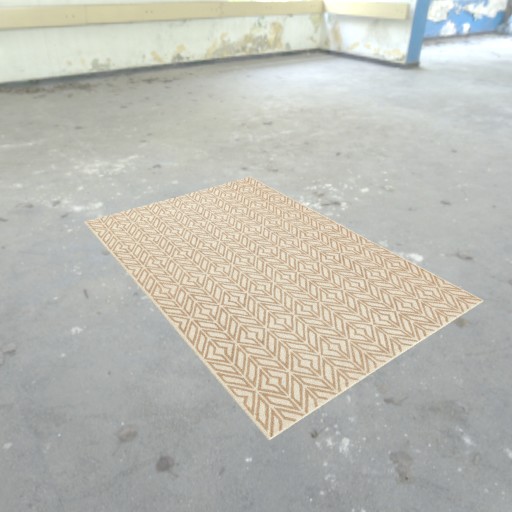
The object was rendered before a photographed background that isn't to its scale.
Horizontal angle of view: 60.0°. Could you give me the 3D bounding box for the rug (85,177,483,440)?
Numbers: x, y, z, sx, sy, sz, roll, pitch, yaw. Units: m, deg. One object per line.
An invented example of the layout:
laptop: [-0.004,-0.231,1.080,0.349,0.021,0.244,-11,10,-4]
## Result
rug: [0.000,0.000,2.331,1.220,0.007,1.828,-21,38,-30]
